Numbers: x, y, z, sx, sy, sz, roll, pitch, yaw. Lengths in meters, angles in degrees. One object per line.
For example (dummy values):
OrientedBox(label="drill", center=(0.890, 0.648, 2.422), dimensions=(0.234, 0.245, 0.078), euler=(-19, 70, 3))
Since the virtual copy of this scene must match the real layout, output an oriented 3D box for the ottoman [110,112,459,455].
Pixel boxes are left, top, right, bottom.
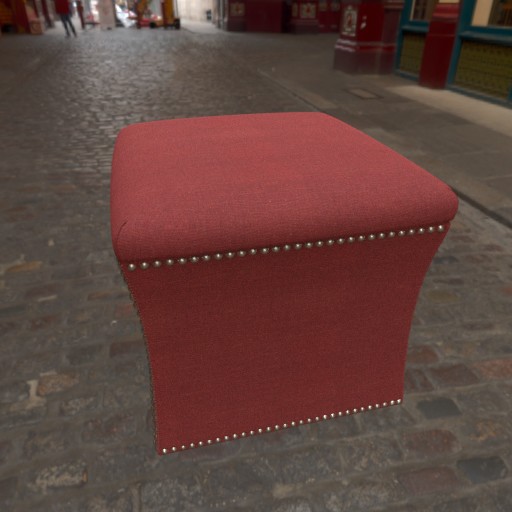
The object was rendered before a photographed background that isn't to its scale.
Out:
OrientedBox(label="ottoman", center=(0.000, 0.000, 0.878), dimensions=(0.497, 0.475, 0.507), euler=(-7, 31, -12))
